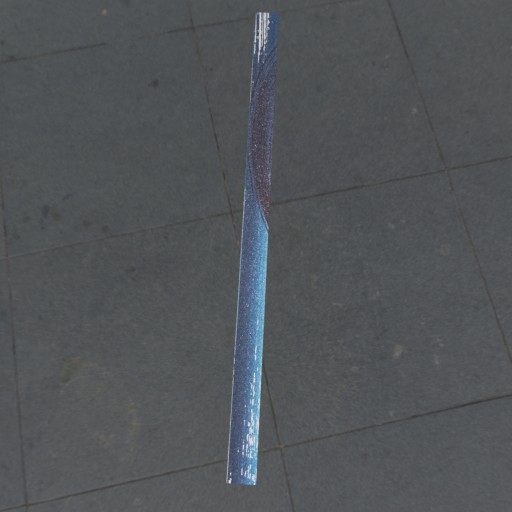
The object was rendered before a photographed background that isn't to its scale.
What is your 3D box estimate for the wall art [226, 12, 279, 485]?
[{"bbox_3d":[0.000,0.000,0.752,0.033,0.406,0.609,3,77,1],"label":"wall art"}]
